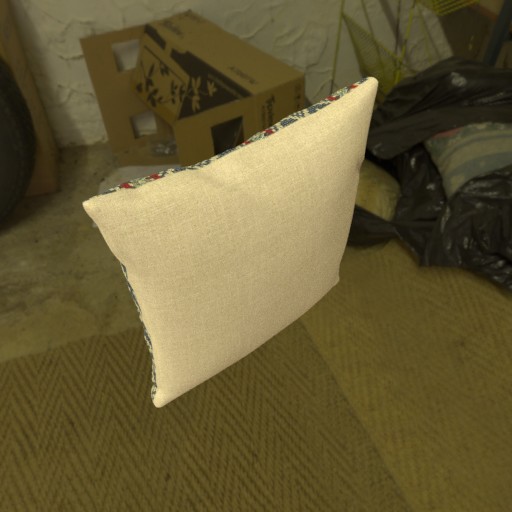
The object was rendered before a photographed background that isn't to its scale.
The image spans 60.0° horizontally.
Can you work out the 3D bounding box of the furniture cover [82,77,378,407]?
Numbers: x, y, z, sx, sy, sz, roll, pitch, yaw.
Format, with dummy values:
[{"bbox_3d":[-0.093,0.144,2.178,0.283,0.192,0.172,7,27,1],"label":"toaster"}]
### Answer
[{"bbox_3d":[0.000,0.000,0.671,0.431,0.431,0.139,-31,53,-26],"label":"furniture cover"}]
